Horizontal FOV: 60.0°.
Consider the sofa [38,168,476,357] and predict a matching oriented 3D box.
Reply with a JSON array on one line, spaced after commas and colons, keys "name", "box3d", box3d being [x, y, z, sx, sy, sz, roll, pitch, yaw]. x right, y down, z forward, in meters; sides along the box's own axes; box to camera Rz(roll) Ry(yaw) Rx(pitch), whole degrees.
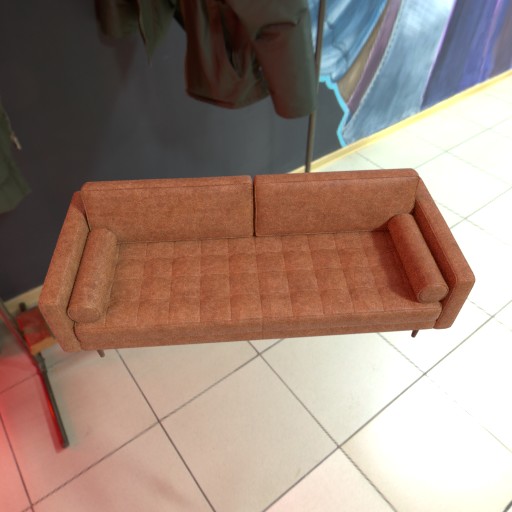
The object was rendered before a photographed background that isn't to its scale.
[{"name": "sofa", "box3d": [0.000, 0.000, 2.614, 2.200, 0.770, 0.919, -3, 46, -3]}]
